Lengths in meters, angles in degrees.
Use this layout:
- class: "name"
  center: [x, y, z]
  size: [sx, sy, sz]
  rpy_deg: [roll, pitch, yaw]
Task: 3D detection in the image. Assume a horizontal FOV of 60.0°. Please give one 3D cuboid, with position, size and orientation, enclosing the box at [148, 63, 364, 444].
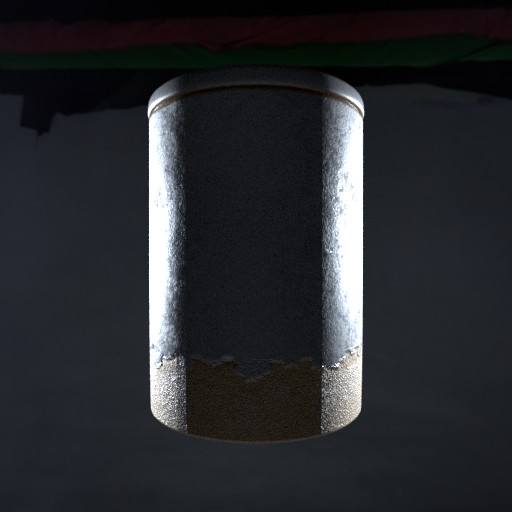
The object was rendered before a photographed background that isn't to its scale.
- class: "box"
  center: [0.000, 0.000, 0.248]
  size: [0.118, 0.168, 0.118]
  rpy_deg: [0, -1, 0]
